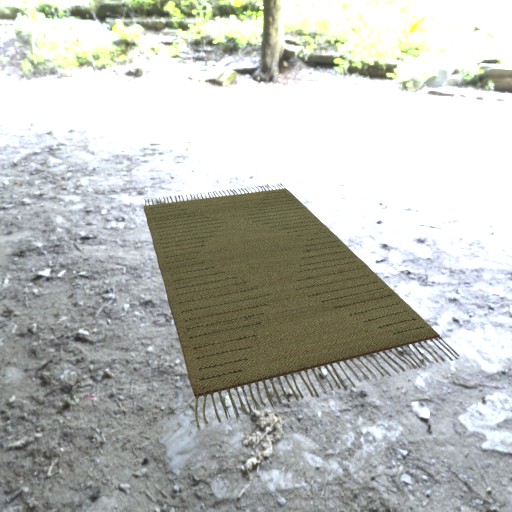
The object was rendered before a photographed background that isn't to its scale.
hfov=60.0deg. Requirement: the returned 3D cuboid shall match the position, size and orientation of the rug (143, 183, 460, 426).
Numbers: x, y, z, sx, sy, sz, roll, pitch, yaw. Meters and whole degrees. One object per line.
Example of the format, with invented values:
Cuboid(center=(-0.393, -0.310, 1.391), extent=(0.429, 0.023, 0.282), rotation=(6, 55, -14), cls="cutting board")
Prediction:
Cuboid(center=(0.000, 0.000, 2.062), extent=(0.905, 0.017, 1.718), rotation=(-9, 32, -16), cls="rug")
